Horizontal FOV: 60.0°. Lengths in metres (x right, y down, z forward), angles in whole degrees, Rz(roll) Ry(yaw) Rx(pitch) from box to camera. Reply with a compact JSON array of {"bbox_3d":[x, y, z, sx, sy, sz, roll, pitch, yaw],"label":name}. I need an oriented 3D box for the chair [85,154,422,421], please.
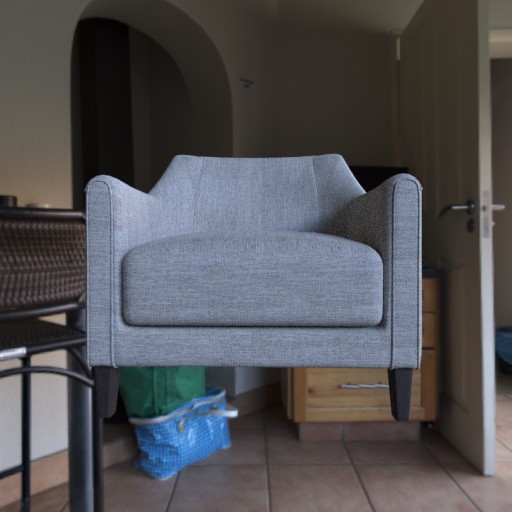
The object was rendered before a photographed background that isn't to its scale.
[{"bbox_3d":[0.000,0.000,1.385,0.796,0.761,0.758,0,1,2],"label":"chair"}]
